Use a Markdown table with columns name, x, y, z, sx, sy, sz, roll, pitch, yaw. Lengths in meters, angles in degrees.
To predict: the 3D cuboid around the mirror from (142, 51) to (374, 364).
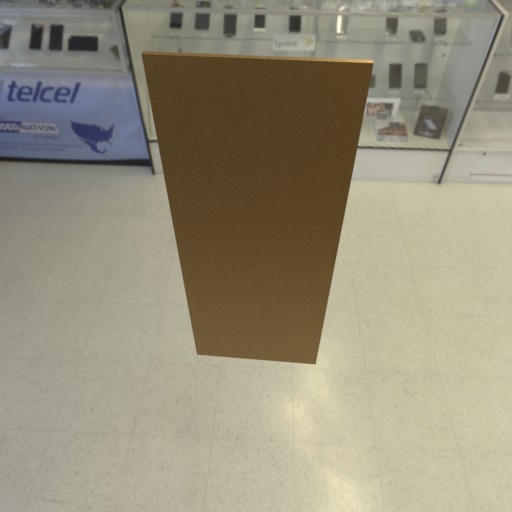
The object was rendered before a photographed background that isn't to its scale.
| name | x | y | z | sx | sy | sz | roll | pitch | yaw |
| --- | --- | --- | --- | --- | --- | --- | --- | --- | --- |
| mirror | 0.000 | 0.000 | 2.291 | 0.812 | 2.031 | 0.025 | 4 | 47 | 4 |
